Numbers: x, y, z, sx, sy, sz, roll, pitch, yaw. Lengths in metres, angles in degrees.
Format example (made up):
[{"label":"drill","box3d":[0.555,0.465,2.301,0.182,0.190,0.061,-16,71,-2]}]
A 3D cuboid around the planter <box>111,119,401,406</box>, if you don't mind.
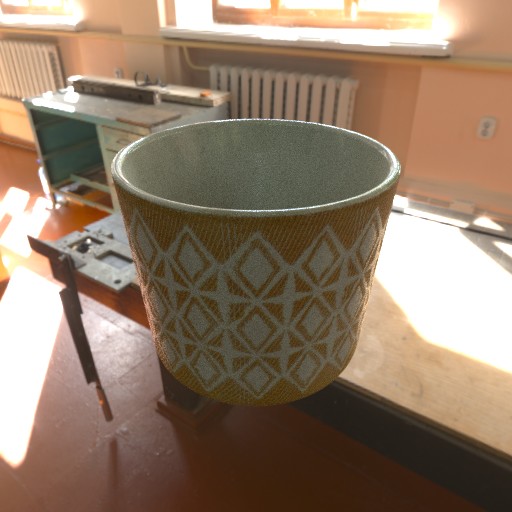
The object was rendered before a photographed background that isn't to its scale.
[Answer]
[{"label":"planter","box3d":[0.000,0.000,0.347,0.193,0.165,0.193,0,31,0]}]
